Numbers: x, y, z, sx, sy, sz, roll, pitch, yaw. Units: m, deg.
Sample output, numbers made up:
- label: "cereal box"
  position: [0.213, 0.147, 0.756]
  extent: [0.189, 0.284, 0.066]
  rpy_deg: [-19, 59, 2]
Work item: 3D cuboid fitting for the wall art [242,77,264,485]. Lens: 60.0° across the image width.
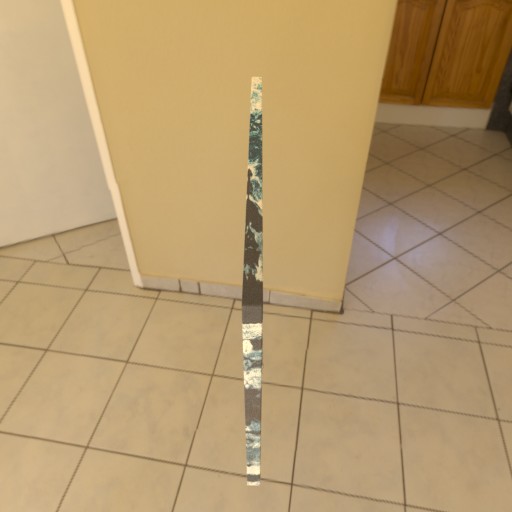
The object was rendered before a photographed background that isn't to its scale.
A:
- label: "wall art"
  position: [0.000, 0.000, 1.942]
  extent: [0.055, 1.017, 1.524]
  rpy_deg: [0, 41, 0]
